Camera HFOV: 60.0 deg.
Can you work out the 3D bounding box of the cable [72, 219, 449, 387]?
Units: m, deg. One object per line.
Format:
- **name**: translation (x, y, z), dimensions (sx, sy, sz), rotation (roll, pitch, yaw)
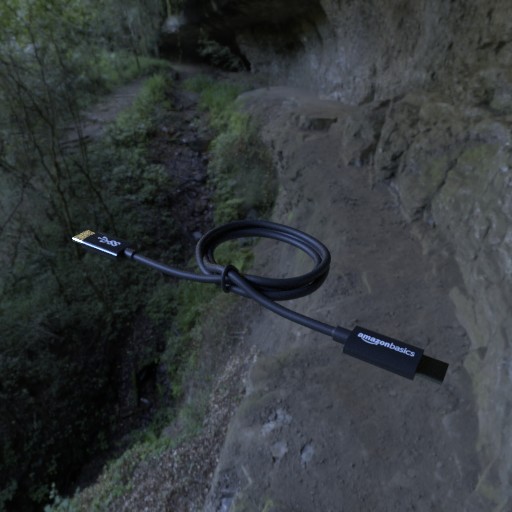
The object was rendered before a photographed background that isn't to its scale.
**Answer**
- **cable**: translation (0.000, 0.000, 0.210), dimensions (0.186, 0.014, 0.070), rotation (18, 35, 27)
